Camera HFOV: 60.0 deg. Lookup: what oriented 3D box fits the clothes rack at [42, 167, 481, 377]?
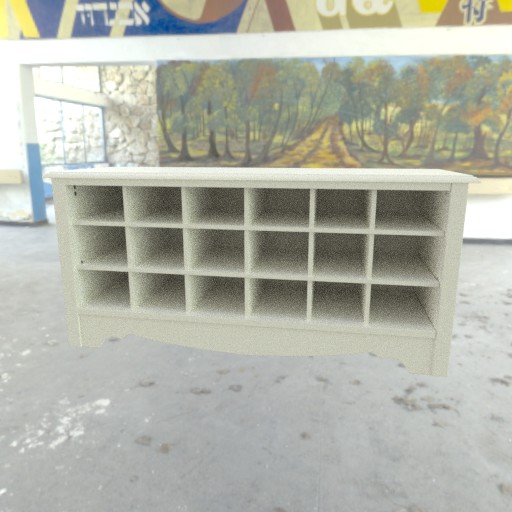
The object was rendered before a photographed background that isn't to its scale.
[{"bbox_3d":[0.000,0.000,1.468,1.218,0.558,0.405,2,14,10],"label":"clothes rack"}]
